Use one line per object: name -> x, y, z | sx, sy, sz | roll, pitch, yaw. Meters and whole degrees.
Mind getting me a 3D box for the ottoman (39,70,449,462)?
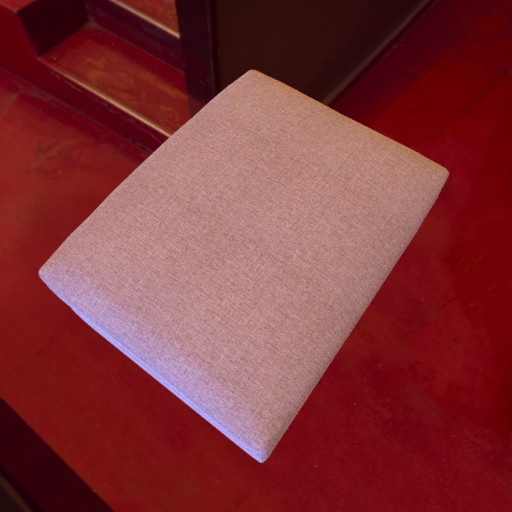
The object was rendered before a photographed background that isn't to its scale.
ottoman -> 0.000, 0.000, 1.103 | 0.584, 0.513, 0.741 | 33, 68, 15
